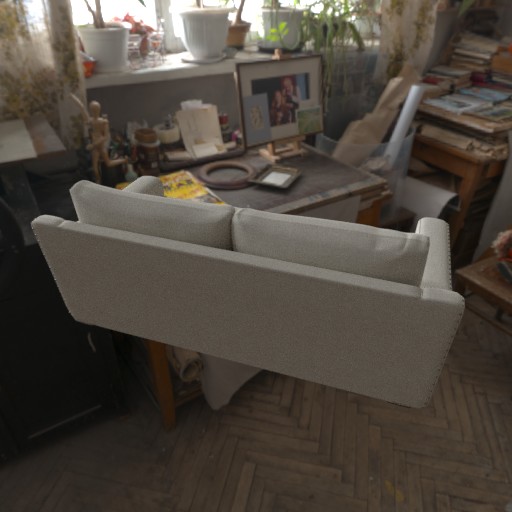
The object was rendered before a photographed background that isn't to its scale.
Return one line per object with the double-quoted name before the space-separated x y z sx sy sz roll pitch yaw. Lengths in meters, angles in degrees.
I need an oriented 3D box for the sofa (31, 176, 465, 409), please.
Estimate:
"sofa" 0.000 0.000 2.628 2.107 0.983 1.104 11 35 16
